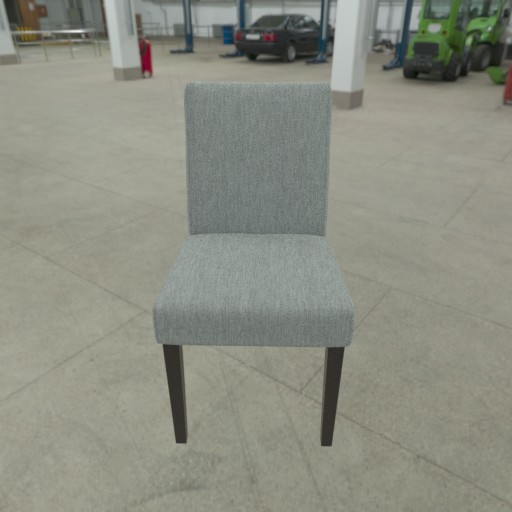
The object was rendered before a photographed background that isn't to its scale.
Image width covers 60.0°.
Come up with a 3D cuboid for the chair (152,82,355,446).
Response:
[{"bbox_3d":[0.000,0.000,1.294,0.487,0.884,0.629,1,29,1],"label":"chair"}]
